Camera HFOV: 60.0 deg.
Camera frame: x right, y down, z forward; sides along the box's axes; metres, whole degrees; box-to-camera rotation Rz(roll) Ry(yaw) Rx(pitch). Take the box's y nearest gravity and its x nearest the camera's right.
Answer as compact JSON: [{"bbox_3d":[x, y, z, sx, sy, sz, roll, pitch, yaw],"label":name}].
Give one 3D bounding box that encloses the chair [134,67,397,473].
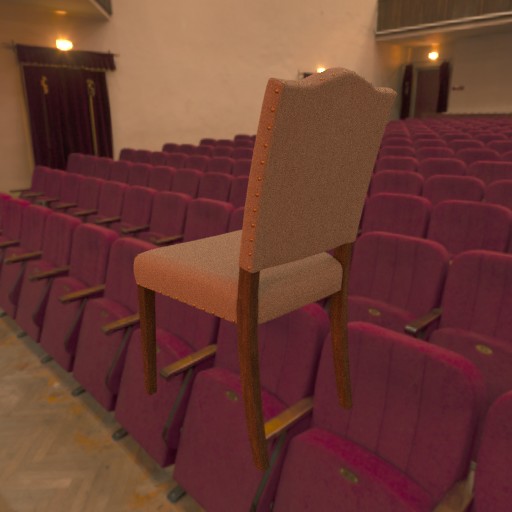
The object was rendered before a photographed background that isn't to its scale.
[{"bbox_3d":[0.000,0.000,1.346,0.508,1.020,0.620,-16,23,-41],"label":"chair"}]
